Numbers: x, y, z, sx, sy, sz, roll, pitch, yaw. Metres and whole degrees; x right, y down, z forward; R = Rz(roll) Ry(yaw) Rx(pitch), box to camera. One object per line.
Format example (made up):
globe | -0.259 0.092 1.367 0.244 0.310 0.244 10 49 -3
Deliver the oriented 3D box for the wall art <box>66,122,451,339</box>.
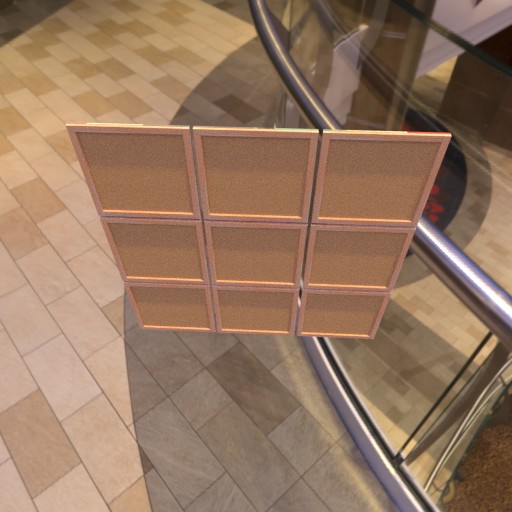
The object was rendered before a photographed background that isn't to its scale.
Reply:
wall art | 0.000 0.000 1.390 0.911 0.910 0.012 2 49 2
